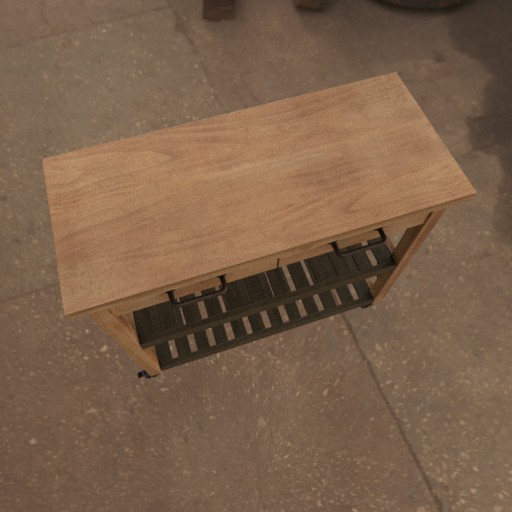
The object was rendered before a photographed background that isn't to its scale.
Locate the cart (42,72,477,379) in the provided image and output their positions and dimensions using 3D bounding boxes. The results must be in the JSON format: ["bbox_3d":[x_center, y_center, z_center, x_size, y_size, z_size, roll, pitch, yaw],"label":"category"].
[{"bbox_3d":[0.000,0.000,0.960,0.686,0.554,0.298,-16,64,-8],"label":"cart"}]
